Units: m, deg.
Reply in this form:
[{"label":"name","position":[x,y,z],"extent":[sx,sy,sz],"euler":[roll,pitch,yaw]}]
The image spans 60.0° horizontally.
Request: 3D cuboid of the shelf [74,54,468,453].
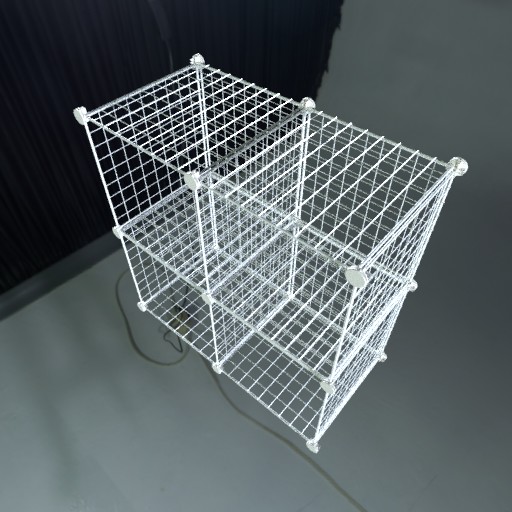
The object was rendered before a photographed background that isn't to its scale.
[{"label":"shelf","position":[0.000,0.000,1.124],"extent":[0.711,0.711,0.356],"euler":[32,55,26]}]
